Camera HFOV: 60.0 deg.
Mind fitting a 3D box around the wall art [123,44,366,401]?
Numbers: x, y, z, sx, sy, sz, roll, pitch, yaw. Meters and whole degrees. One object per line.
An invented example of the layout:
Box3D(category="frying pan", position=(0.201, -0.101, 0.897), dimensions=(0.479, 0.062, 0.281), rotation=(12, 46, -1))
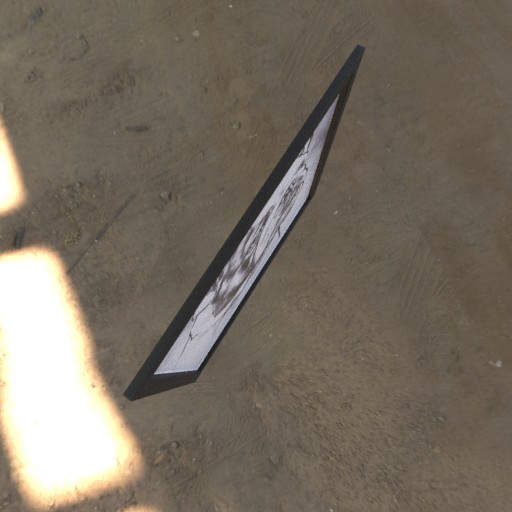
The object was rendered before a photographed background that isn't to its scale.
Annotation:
Box3D(category="wall art", position=(0.000, 0.000, 0.989), dimensions=(0.016, 0.659, 0.663), rotation=(31, 78, 7))
